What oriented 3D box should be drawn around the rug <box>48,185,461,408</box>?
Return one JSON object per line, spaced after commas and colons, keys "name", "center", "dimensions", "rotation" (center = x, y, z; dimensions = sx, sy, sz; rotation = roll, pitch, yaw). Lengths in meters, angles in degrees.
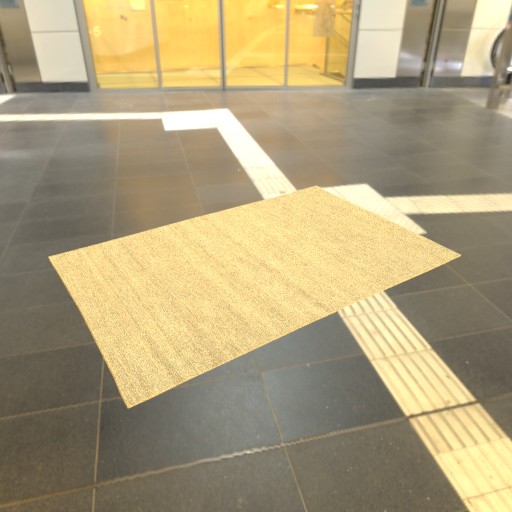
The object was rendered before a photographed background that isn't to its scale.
{"name": "rug", "center": [0.000, 0.000, 2.319], "dimensions": [1.820, 0.022, 1.179], "rotation": [-19, 35, -28]}
